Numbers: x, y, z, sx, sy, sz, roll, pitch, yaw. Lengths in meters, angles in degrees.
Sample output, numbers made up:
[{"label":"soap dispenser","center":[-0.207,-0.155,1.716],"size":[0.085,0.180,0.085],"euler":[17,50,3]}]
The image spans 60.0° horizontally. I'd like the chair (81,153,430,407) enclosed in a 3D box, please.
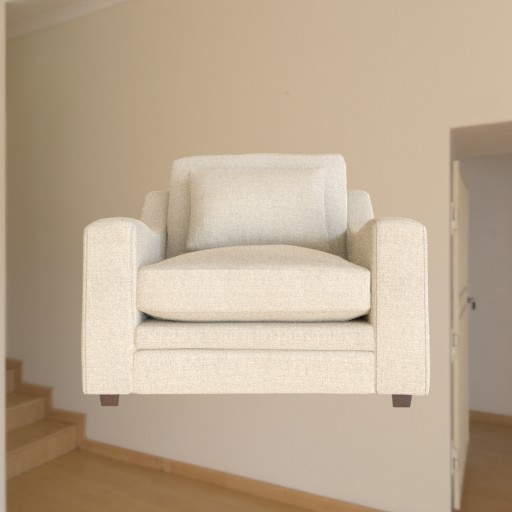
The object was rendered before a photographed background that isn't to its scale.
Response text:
[{"label":"chair","center":[0.000,0.000,1.947],"size":[1.178,1.016,1.009],"euler":[0,0,1]}]
